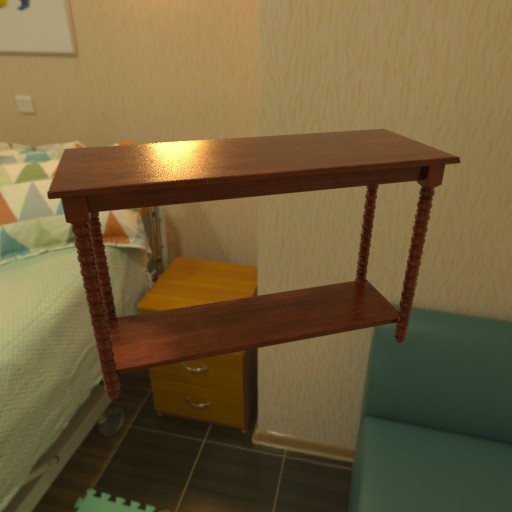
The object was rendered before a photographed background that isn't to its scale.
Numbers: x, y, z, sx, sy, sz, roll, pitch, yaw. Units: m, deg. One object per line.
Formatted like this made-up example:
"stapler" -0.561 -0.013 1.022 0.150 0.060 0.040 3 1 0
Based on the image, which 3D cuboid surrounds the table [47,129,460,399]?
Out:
"table" 0.000 0.000 1.577 1.184 0.740 0.459 -7 28 -14
